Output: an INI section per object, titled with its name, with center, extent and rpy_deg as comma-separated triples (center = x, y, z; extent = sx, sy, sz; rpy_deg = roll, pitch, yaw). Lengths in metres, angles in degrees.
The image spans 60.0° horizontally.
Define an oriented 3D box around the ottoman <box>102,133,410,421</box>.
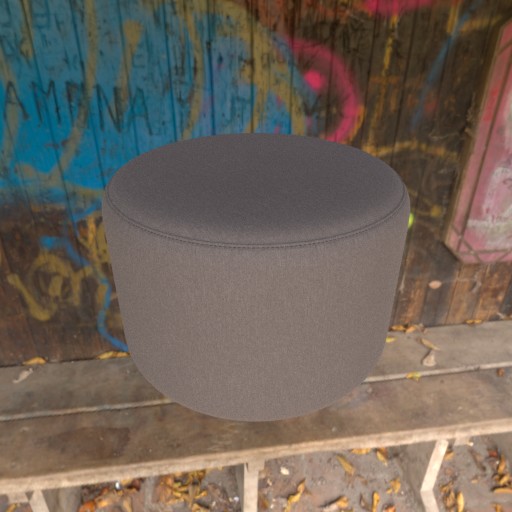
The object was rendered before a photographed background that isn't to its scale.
[ottoman]
center = 0.000, 0.000, 0.985
extent = 0.608, 0.433, 0.608
rpy_deg = 0, 30, 0
